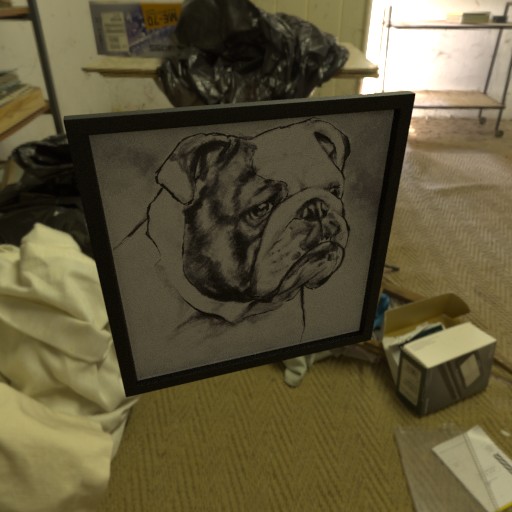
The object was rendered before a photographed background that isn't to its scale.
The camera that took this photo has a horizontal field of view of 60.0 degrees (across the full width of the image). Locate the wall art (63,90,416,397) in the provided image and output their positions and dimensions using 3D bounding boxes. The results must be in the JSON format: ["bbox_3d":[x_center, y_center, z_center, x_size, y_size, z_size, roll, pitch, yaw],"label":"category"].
[{"bbox_3d":[0.000,0.000,0.678,0.456,0.453,0.022,-9,33,-15],"label":"wall art"}]
